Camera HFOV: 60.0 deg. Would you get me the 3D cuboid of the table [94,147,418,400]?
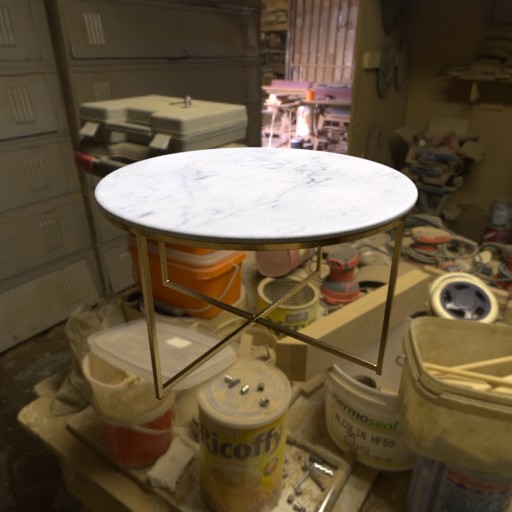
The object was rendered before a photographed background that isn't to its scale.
[{"bbox_3d":[0.000,0.000,1.247,0.800,0.450,0.800,0,25,0],"label":"table"}]
